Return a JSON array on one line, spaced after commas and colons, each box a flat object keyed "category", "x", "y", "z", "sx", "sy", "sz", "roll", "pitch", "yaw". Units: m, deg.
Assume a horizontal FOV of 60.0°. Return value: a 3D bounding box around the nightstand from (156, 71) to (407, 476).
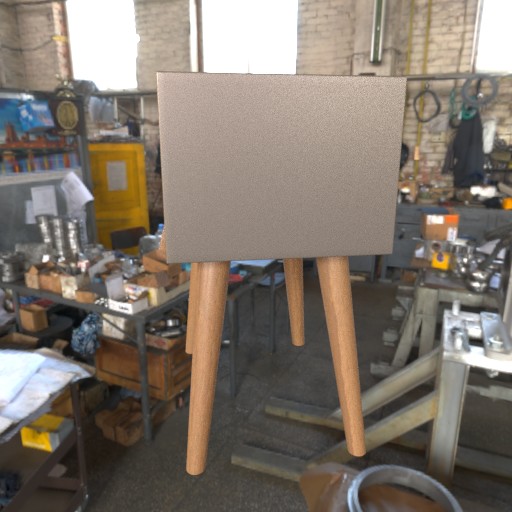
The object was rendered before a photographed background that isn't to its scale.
[{"category": "nightstand", "x": 0.000, "y": 0.000, "z": 0.720, "sx": 0.288, "sy": 0.508, "sz": 0.370, "roll": -2, "pitch": 16, "yaw": -9}]
